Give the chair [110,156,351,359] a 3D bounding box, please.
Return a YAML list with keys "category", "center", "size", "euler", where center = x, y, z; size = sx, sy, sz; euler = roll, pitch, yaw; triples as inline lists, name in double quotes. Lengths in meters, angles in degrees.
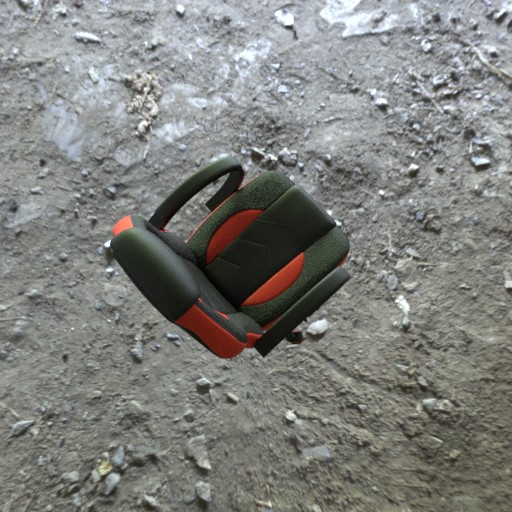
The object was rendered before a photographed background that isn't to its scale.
- category: "chair"
  center: [0.000, 0.000, 1.423]
  size: [0.642, 1.016, 0.600]
  euler: [-41, 78, -11]
